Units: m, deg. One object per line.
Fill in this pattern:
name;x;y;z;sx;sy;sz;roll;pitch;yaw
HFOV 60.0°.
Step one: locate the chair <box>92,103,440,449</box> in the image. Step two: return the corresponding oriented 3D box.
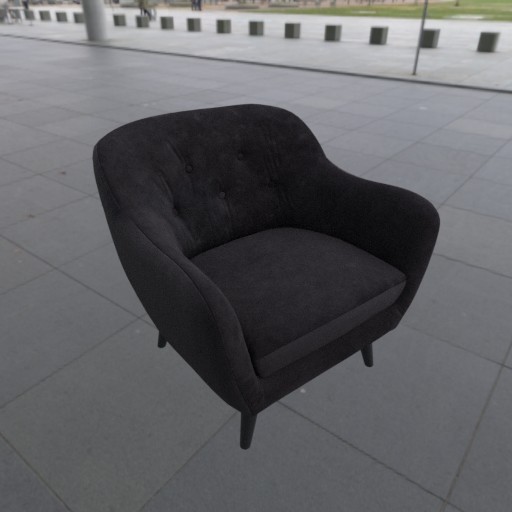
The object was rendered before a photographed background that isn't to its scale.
chair;0.000;0.000;1.458;0.840;0.807;0.819;-21;37;-31
